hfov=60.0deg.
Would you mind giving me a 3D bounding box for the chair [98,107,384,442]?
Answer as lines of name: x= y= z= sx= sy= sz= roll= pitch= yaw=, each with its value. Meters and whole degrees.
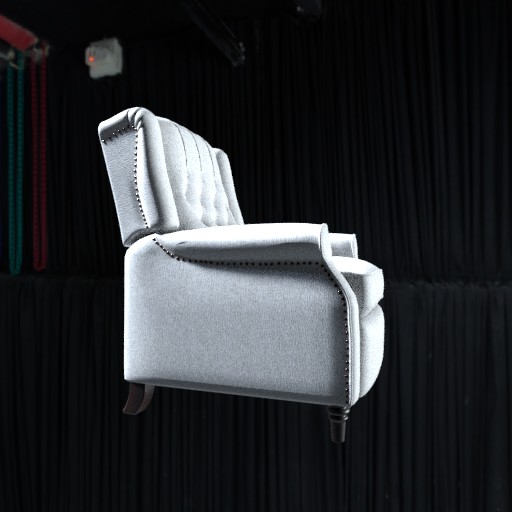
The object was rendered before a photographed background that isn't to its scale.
chair: x=0.000 y=0.000 z=1.643 sx=0.902 sy=1.035 sz=0.742 roll=0 pitch=0 yaw=20
